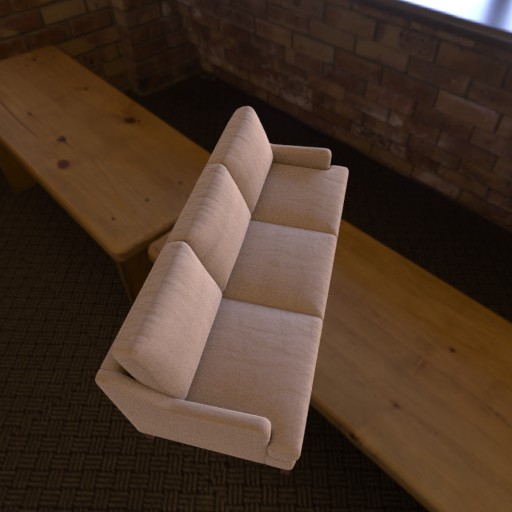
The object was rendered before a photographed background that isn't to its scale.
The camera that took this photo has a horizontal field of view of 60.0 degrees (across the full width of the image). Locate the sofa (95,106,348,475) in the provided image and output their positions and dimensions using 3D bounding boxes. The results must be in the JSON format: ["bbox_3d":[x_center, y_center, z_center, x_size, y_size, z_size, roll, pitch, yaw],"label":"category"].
[{"bbox_3d":[0.000,0.000,2.903,1.000,0.913,2.321,10,49,9],"label":"sofa"}]
